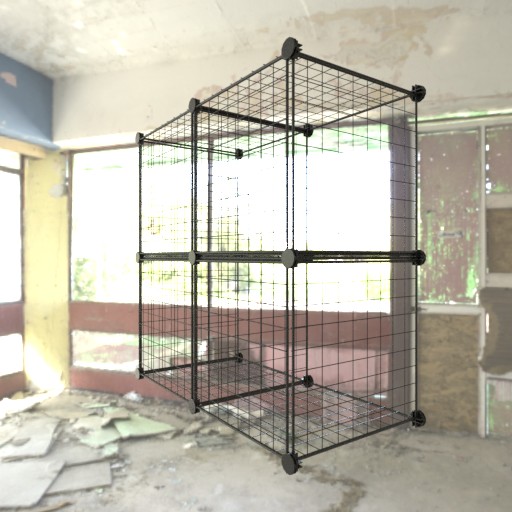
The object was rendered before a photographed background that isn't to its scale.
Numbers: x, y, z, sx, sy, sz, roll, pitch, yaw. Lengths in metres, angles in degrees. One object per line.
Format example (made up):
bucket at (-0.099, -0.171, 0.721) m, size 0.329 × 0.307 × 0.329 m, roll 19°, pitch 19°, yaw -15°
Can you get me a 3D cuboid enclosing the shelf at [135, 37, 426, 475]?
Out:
shelf at (0.000, 0.000, 1.101) m, size 0.356 × 0.711 × 0.711 m, roll 0°, pitch 0°, yaw -35°
